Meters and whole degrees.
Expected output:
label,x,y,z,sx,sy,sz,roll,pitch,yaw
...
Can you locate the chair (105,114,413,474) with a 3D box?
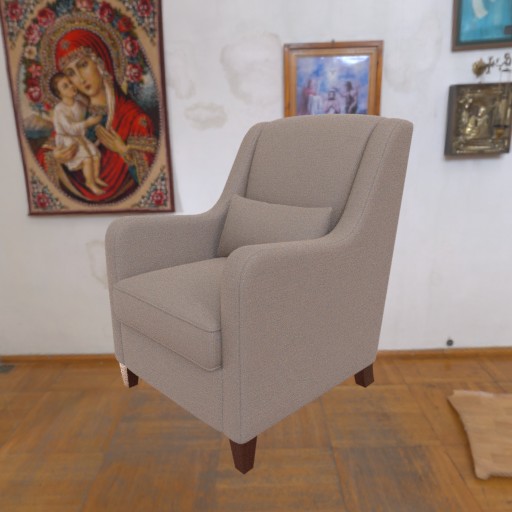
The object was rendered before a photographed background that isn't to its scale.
label,x,y,z,sx,sy,sz,roll,pitch,yaw
chair,0.000,0.000,1.627,0.715,1.017,0.896,15,21,43
